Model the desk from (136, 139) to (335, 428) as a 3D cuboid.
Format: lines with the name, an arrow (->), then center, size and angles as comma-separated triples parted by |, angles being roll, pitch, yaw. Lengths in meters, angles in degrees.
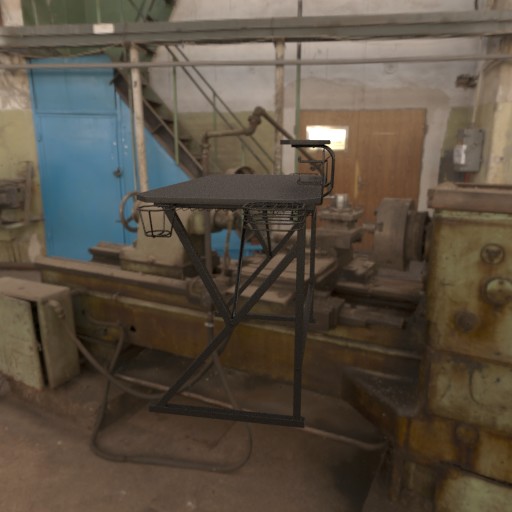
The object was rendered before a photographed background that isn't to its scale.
desk -> 0.000, 0.000, 1.743 | 0.580, 0.880, 1.290 | 2, 14, 9
